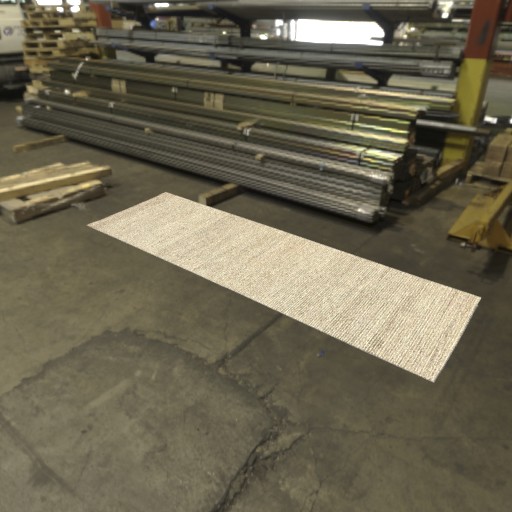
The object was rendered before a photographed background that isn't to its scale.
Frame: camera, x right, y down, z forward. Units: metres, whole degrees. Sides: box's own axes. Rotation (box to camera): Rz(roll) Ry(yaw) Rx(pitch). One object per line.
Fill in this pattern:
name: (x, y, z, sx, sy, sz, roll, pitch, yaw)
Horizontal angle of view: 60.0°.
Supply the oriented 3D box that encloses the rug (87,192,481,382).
rug: (0.000, 0.000, 2.669, 2.390, 0.014, 0.741, 21, 36, 32)
